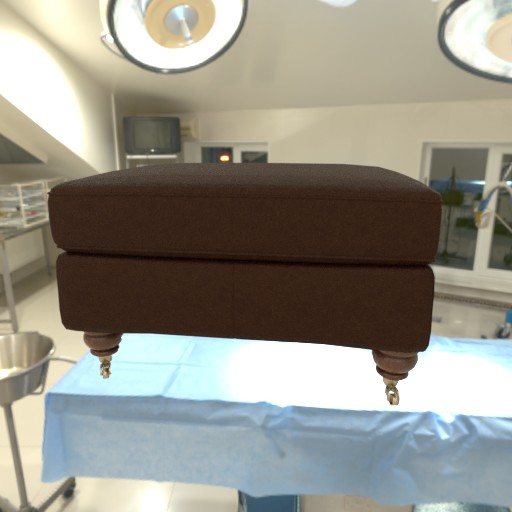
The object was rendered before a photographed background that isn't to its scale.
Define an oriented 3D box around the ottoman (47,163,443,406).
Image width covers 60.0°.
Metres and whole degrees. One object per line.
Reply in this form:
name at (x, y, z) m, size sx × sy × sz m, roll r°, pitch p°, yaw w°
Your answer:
ottoman at (0.000, 0.000, 1.804) m, size 1.187 × 0.730 × 0.967 m, roll 2°, pitch 15°, yaw 8°
